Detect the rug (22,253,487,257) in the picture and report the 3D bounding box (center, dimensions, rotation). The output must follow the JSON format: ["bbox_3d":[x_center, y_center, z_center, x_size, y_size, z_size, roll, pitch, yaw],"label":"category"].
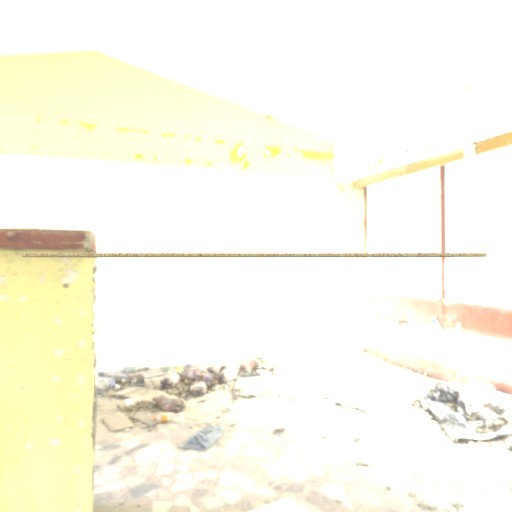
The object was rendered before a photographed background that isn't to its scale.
[{"bbox_3d":[0.000,0.000,4.001,3.001,0.025,2.401,0,0,1],"label":"rug"}]
